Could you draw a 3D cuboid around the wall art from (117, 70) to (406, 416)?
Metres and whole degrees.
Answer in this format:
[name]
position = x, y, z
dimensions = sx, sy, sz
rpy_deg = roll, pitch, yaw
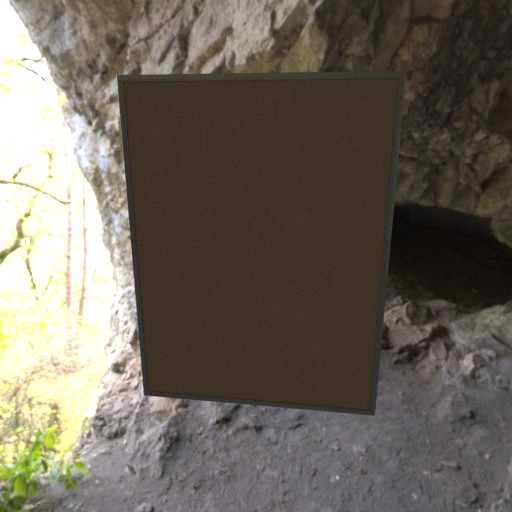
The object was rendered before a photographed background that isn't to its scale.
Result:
[wall art]
position = 0.000, 0.000, 1.390
dimensions = 0.803, 1.062, 0.041
rpy_deg = 2, 17, 8
